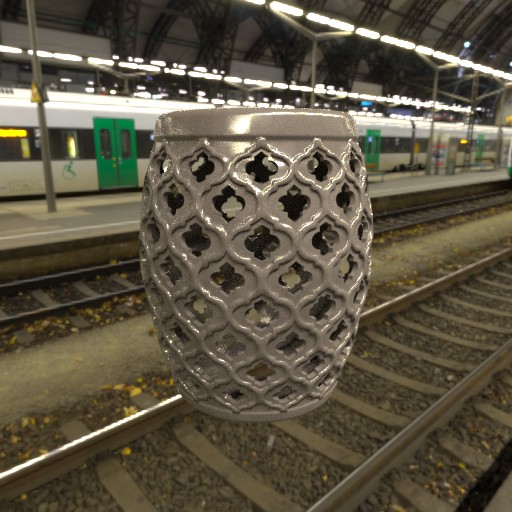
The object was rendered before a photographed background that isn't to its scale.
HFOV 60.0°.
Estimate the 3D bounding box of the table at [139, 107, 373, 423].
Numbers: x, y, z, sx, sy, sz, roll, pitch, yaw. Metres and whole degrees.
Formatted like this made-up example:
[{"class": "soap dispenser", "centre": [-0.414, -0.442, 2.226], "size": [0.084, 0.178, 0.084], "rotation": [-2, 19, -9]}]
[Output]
[{"class": "table", "centre": [0.000, 0.000, 0.640], "size": [0.325, 0.388, 0.325], "rotation": [0, 14, 0]}]
